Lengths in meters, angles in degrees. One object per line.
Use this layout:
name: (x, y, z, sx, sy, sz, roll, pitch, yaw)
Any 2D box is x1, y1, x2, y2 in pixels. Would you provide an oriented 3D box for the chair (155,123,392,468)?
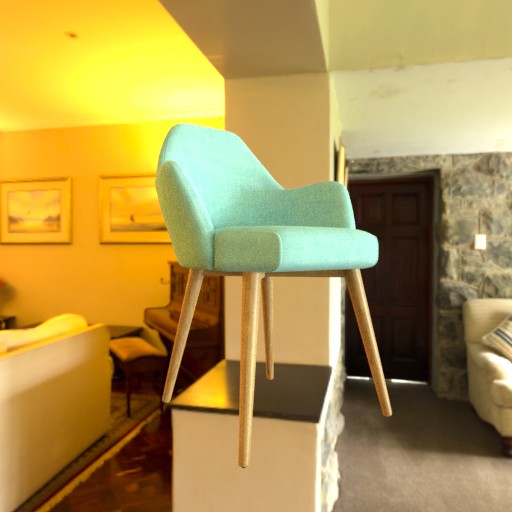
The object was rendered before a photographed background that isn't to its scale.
chair: (0.000, 0.000, 1.239, 0.590, 0.840, 0.610, -1, 1, -36)
